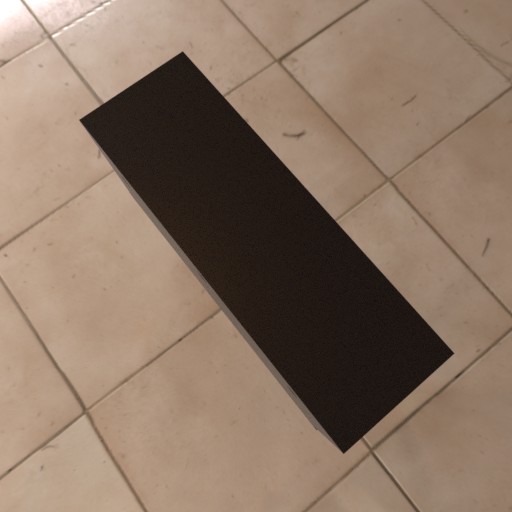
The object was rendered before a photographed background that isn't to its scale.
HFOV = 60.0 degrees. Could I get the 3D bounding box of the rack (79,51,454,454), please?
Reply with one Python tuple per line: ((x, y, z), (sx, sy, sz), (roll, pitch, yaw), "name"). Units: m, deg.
((0.000, 0.000, 1.534), (0.399, 0.635, 1.206), (-38, 78, -9), "rack")
